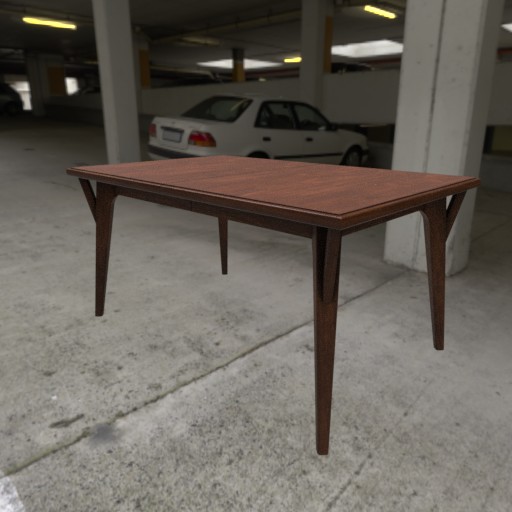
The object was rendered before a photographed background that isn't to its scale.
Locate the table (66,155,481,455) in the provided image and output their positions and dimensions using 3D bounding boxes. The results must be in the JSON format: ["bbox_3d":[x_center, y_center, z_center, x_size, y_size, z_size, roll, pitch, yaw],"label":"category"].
[{"bbox_3d":[0.000,0.000,2.030,1.524,0.761,0.990,16,24,41],"label":"table"}]
